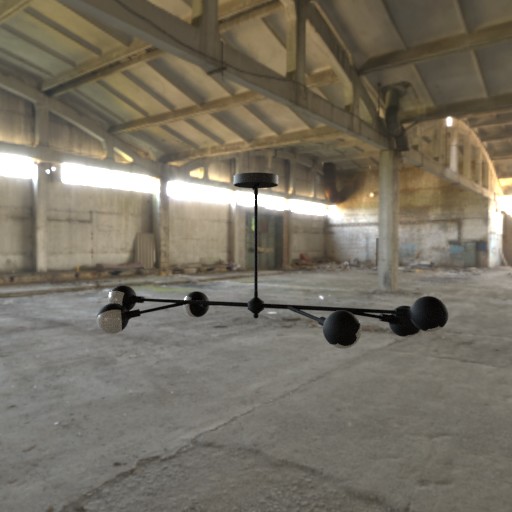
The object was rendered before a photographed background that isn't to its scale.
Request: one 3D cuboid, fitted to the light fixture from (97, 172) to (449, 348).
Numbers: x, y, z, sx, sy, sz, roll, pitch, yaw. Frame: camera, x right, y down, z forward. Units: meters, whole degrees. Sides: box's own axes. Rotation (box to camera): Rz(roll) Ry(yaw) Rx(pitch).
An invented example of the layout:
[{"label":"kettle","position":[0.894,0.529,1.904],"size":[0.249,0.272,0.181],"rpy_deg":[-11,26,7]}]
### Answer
[{"label":"light fixture","position":[0.000,0.000,1.008],"size":[0.778,0.362,0.434],"rpy_deg":[1,1,37]}]
